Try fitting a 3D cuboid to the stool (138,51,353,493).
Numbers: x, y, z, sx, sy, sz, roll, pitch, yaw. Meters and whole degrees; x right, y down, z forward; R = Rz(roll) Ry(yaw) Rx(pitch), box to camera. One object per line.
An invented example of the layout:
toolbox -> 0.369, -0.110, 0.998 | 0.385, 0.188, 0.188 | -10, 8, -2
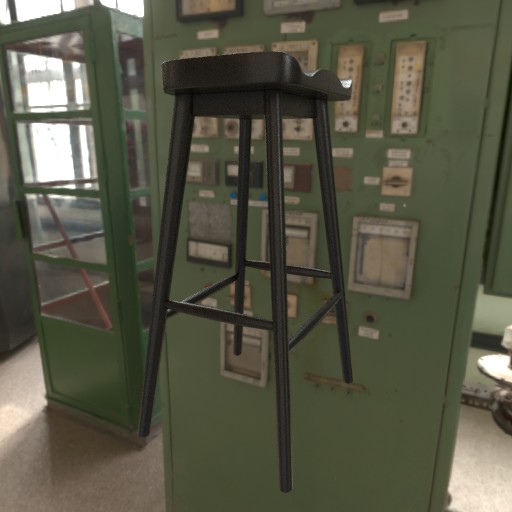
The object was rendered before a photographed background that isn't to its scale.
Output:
stool -> 0.000, 0.000, 0.969 | 0.361, 0.749, 0.440 | 8, 17, 26
